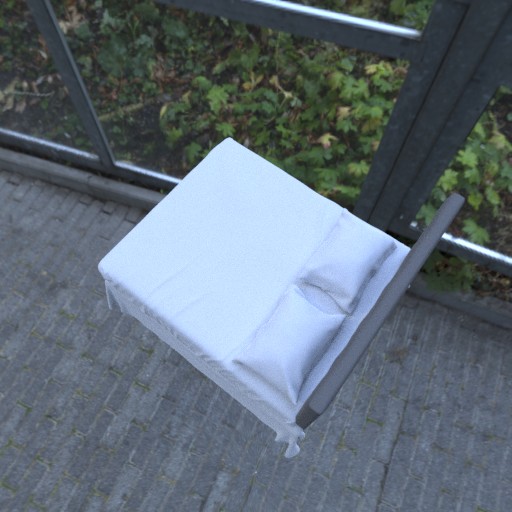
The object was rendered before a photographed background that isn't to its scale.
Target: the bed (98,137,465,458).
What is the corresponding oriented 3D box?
[{"bbox_3d":[0.000,0.000,3.443,2.222,1.577,1.936,35,69,16],"label":"bed"}]
